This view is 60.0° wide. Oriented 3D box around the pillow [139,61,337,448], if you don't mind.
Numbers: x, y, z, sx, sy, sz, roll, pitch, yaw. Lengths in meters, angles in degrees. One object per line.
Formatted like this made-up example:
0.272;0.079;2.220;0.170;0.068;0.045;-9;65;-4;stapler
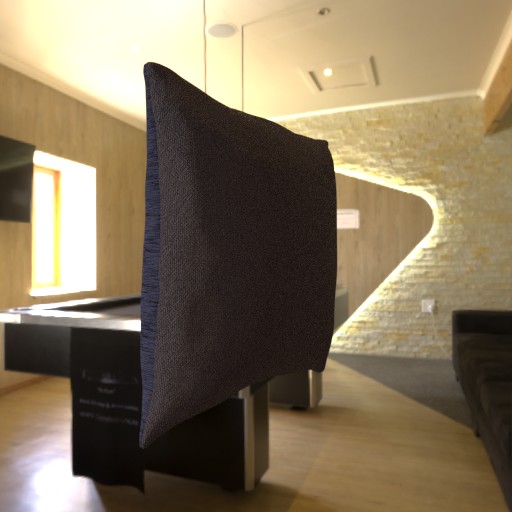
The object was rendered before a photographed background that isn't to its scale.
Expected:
0.000;0.000;0.673;0.204;0.439;0.452;0;0;35;pillow
